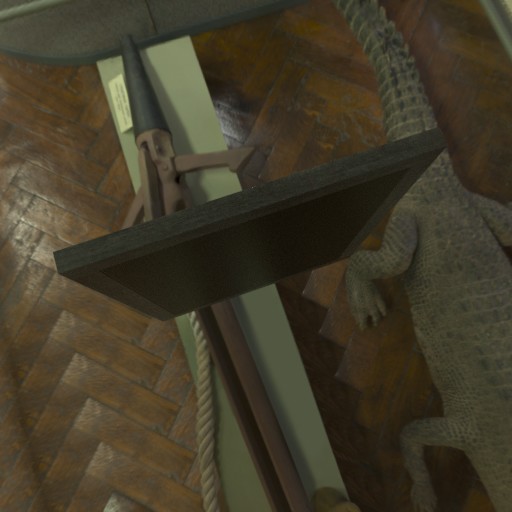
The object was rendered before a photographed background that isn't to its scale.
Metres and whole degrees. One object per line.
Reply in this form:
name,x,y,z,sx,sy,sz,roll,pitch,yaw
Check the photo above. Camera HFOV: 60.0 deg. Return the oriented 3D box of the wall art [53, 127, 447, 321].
wall art,0.000,0.000,0.800,0.479,0.580,0.027,-19,77,-4
